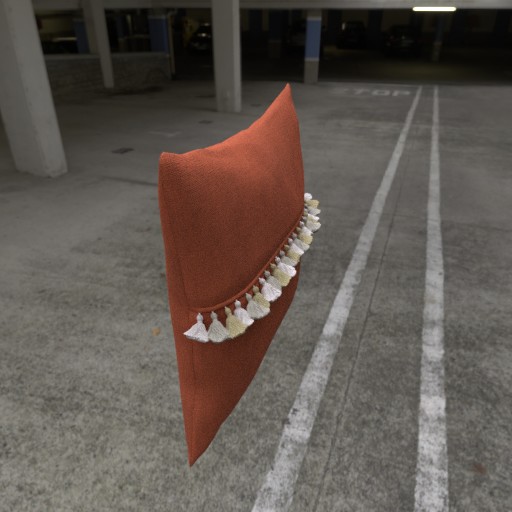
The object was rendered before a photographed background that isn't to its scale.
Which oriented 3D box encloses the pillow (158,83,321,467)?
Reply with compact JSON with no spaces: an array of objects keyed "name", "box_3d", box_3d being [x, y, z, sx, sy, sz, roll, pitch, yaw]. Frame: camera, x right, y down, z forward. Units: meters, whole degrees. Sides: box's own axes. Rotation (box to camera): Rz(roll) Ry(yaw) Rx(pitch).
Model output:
[{"name":"pillow","box_3d":[0.000,0.000,0.743,0.165,0.482,0.490,10,31,17]}]
